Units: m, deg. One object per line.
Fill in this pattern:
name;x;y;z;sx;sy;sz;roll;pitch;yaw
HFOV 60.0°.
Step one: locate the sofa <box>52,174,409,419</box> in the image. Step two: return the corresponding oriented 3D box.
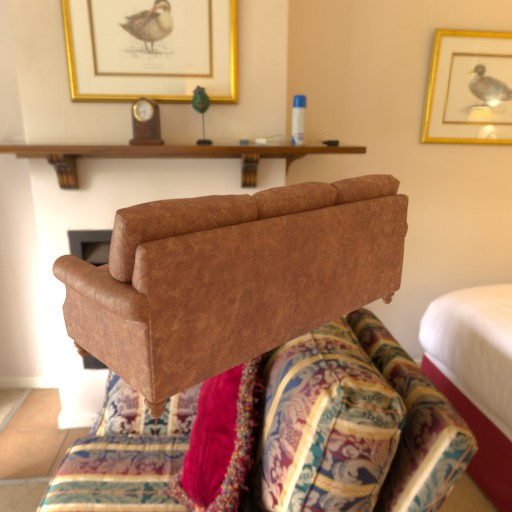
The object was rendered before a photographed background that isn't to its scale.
sofa;0.000;0.000;2.897;2.351;0.977;0.973;-15;21;-42
